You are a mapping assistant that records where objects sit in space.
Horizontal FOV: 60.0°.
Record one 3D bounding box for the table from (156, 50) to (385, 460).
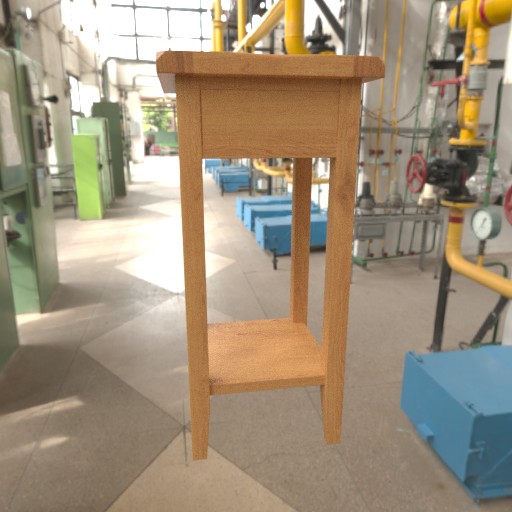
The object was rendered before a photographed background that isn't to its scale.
[{"bbox_3d":[0.000,0.000,0.944,0.360,0.740,0.360,-3,16,-9],"label":"table"}]
